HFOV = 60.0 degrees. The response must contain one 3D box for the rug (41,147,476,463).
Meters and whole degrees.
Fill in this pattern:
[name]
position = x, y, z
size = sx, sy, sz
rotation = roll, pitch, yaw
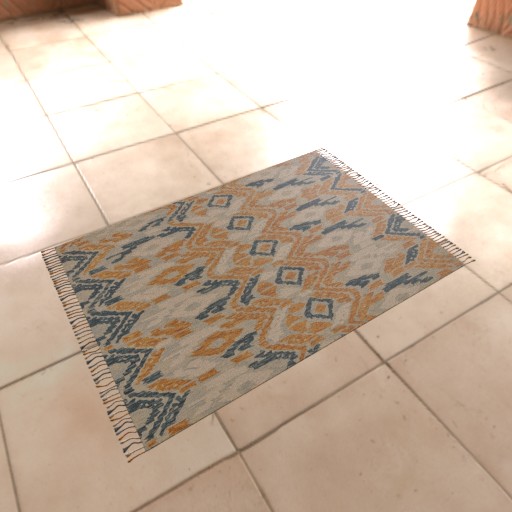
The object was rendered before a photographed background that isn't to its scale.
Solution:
[rug]
position = 0.000, 0.000, 2.233
size = 1.827, 0.008, 1.230
rotation = -24, 51, -22
